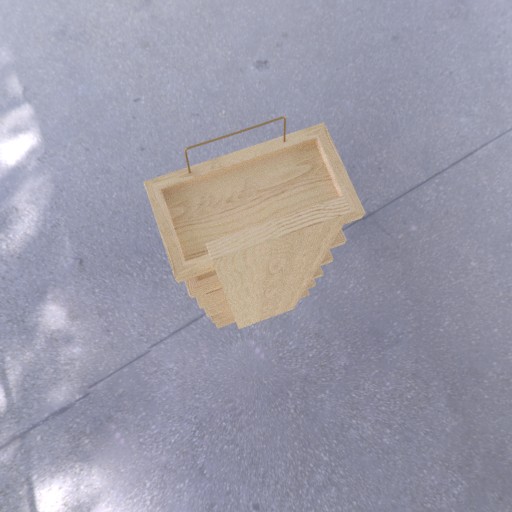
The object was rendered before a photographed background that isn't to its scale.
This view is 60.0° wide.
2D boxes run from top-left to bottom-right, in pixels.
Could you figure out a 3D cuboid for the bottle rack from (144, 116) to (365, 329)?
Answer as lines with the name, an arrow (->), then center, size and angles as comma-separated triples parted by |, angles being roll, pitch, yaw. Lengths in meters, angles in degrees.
bottle rack -> 0.000, 0.000, 1.069 | 0.330, 0.943, 0.206 | -19, 76, -5
